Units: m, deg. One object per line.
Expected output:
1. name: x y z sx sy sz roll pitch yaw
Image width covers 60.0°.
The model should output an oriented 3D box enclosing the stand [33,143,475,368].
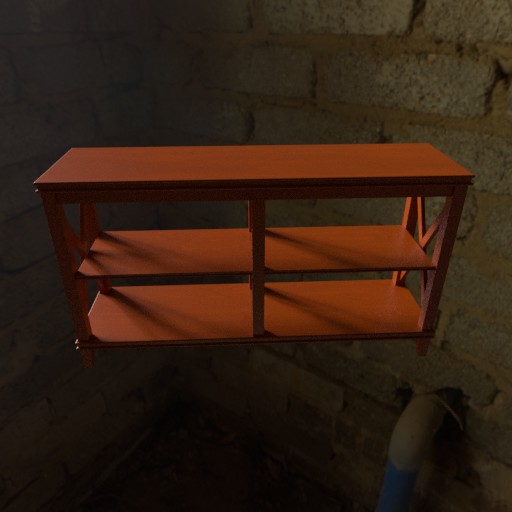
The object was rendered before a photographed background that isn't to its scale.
1. stand: 0.000 0.000 1.724 1.372 0.762 0.381 -1 30 -2
